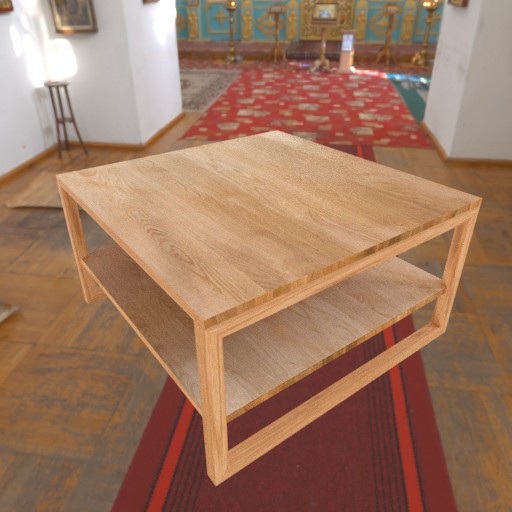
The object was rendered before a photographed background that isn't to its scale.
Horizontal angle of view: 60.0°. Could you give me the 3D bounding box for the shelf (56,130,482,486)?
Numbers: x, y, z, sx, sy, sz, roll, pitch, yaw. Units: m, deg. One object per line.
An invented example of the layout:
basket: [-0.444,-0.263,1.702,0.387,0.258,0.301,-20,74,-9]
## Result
shelf: [0.000,0.000,1.430,0.899,0.480,0.899,-21,36,-31]
